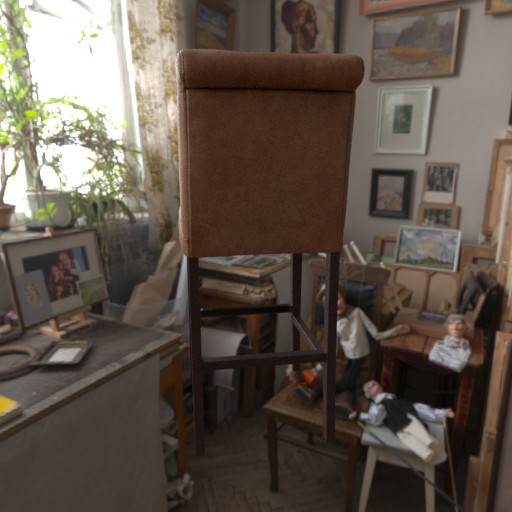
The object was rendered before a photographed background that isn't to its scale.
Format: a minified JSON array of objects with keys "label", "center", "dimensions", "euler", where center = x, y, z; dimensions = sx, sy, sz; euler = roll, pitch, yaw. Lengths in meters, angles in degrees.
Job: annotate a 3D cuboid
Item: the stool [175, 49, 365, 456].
[{"label":"stool","center":[0.000,0.000,1.449],"dimensions":[0.493,1.140,0.601],"euler":[-2,14,-9]}]
